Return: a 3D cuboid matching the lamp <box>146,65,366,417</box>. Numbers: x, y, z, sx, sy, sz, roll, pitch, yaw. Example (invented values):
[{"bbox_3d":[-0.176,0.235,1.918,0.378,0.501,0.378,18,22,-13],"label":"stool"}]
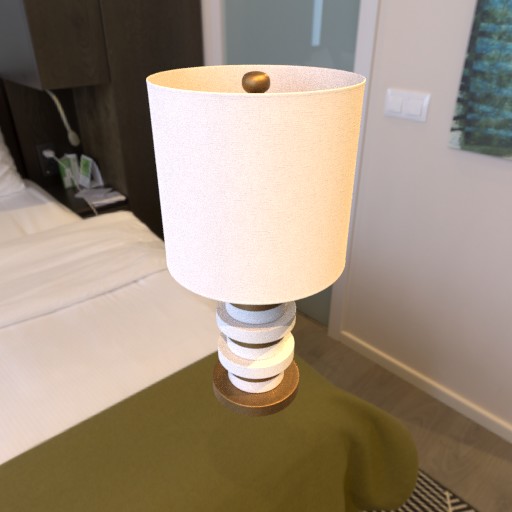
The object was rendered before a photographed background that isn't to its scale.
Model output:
[{"bbox_3d":[0.000,0.000,0.530,0.210,0.410,0.210,8,30,14],"label":"lamp"}]
